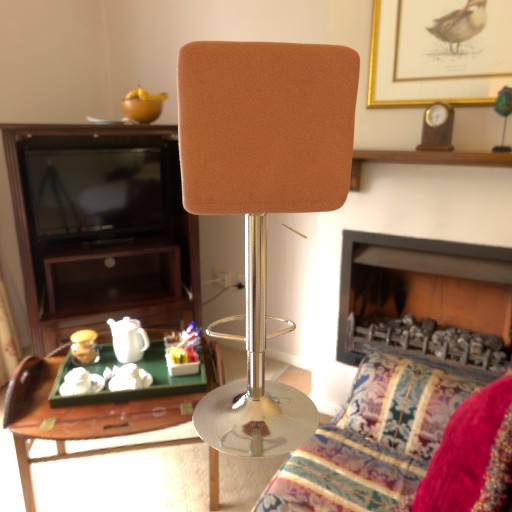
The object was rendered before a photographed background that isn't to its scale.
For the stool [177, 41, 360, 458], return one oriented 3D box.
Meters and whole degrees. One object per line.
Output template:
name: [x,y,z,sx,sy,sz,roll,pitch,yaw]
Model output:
stool: [0.000,0.000,1.354,0.430,1.115,0.505,-2,15,-9]
